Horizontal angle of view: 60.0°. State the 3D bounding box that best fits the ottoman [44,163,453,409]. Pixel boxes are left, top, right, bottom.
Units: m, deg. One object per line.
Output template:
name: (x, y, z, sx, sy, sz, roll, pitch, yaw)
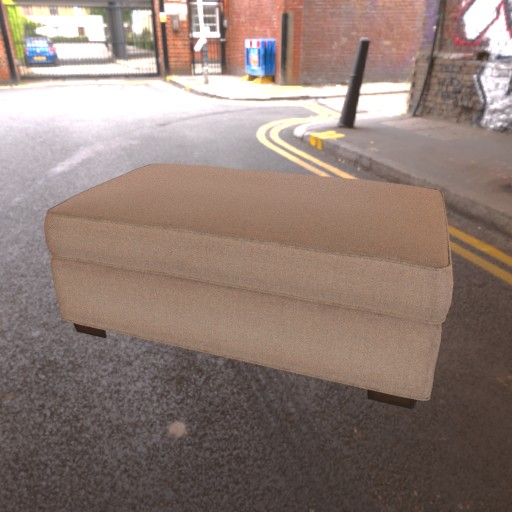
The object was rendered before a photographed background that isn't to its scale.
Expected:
ottoman: (0.000, 0.000, 1.411, 1.097, 0.448, 0.617, 9, 27, 17)
